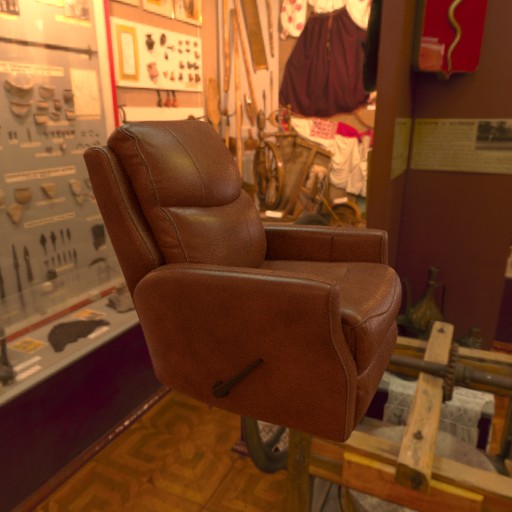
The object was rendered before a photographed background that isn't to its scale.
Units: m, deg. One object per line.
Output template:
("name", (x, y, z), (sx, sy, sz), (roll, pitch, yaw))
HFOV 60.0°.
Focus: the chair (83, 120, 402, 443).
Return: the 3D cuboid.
("chair", (0.000, 0.000, 1.743), (1.072, 1.016, 0.821), (9, 20, 26))
